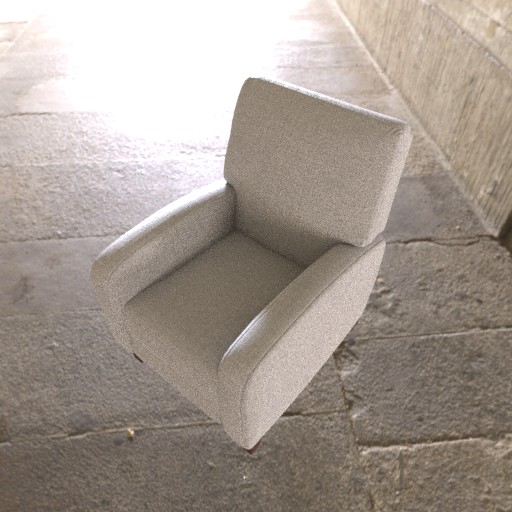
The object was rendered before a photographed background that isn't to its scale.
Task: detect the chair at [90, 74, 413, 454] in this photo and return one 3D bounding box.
[{"bbox_3d":[0.000,0.000,1.661,0.762,0.990,0.990,30,52,27],"label":"chair"}]
